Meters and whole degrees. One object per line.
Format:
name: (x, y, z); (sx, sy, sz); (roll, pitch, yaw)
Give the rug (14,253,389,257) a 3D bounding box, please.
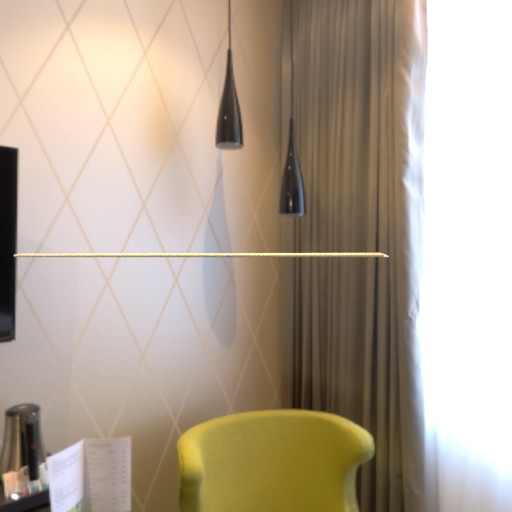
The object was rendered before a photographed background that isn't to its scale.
rug: (0.000, 0.000, 2.804); (1.598, 0.014, 2.202); (0, 0, 17)
